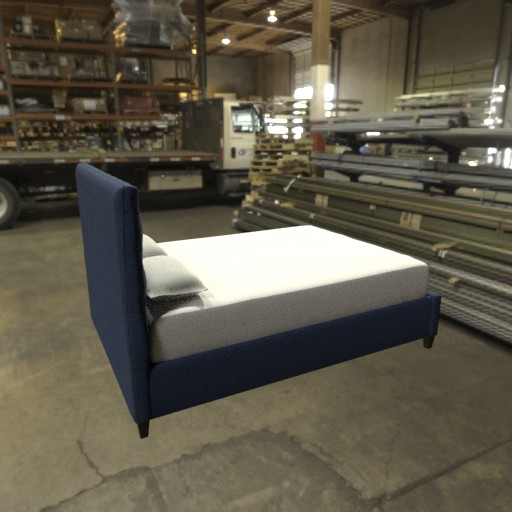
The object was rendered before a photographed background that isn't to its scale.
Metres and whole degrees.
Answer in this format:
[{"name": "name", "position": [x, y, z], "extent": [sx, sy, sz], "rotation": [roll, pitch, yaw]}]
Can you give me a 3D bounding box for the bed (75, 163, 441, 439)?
[{"name": "bed", "position": [0.000, 0.000, 3.527], "extent": [2.387, 1.427, 1.706], "rotation": [-8, 18, -27]}]
